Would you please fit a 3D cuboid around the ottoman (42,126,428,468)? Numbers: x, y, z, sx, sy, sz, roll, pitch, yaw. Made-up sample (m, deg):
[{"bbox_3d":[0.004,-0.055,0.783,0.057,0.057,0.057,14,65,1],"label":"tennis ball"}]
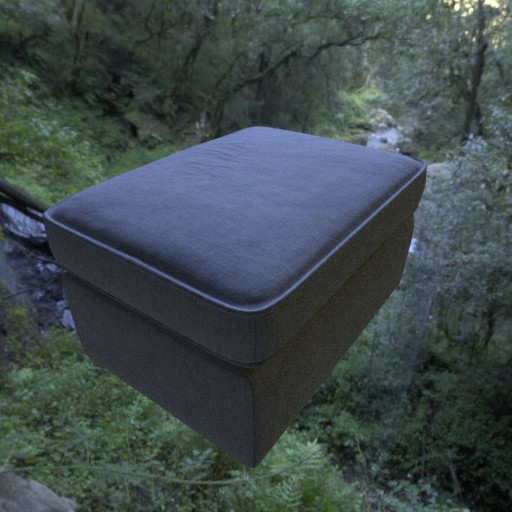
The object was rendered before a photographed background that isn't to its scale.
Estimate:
[{"bbox_3d":[0.000,0.000,1.082,0.559,0.457,0.762,22,39,30],"label":"ottoman"}]
